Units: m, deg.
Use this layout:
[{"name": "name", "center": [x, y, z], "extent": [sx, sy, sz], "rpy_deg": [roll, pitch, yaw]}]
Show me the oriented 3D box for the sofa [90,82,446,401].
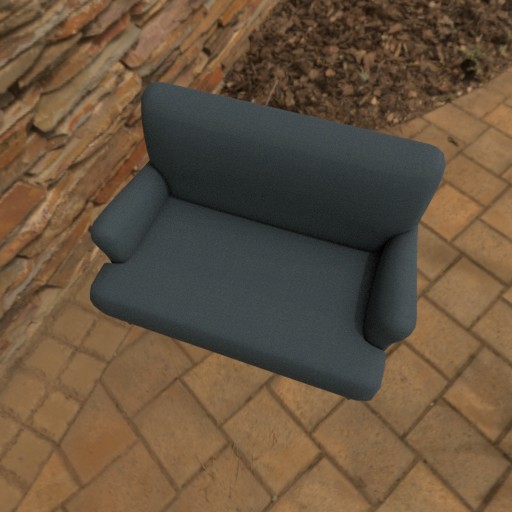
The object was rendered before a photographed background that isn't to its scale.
[{"name": "sofa", "center": [0.000, 0.000, 1.833], "extent": [1.297, 0.889, 0.779], "rpy_deg": [17, 59, 10]}]
